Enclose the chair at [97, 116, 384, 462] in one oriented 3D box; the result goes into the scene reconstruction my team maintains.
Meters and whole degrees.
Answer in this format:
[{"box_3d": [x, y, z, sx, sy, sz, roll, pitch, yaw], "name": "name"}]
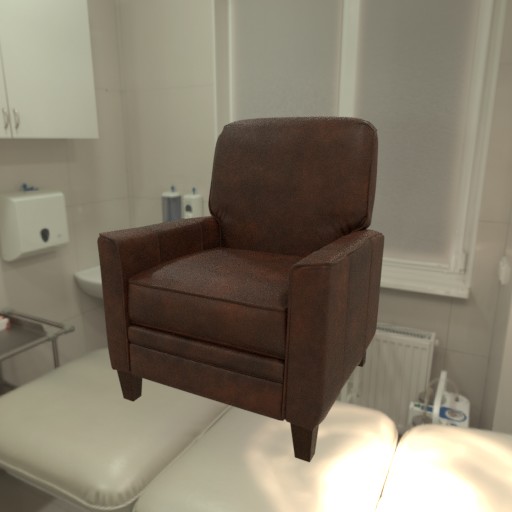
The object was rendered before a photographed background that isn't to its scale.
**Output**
[{"box_3d": [0.000, 0.000, 1.693, 0.843, 1.043, 0.836, 8, 16, 27], "name": "chair"}]
